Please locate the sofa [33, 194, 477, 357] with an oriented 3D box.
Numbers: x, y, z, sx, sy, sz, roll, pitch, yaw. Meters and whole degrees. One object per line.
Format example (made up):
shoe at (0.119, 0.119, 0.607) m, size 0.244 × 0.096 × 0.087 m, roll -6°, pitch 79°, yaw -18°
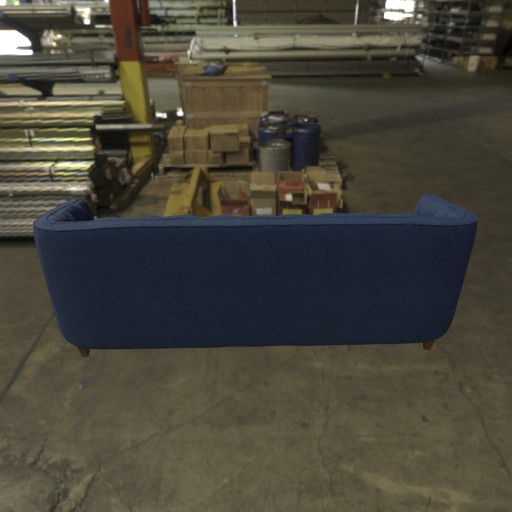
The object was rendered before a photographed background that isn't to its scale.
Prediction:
sofa at (0.000, 0.000, 2.623) m, size 2.278 × 0.855 × 0.941 m, roll -1°, pitch 30°, yaw -1°
